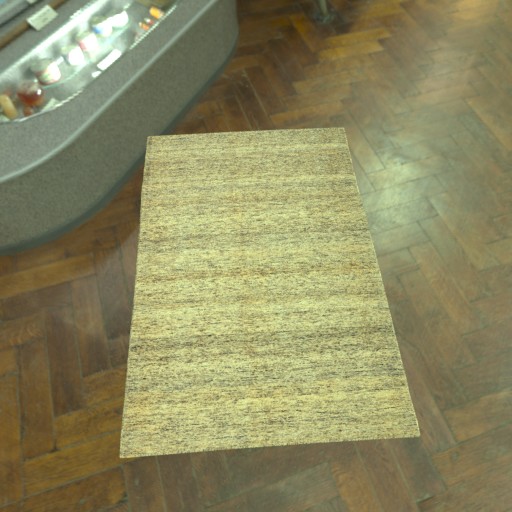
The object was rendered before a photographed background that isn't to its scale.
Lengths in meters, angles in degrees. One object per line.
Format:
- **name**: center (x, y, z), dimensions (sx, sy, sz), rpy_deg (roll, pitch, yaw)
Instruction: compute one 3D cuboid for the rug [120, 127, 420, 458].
- **rug**: center (0.000, 0.000, 2.297), dimensions (1.243, 0.014, 1.846), rpy_deg (-3, 58, -2)
